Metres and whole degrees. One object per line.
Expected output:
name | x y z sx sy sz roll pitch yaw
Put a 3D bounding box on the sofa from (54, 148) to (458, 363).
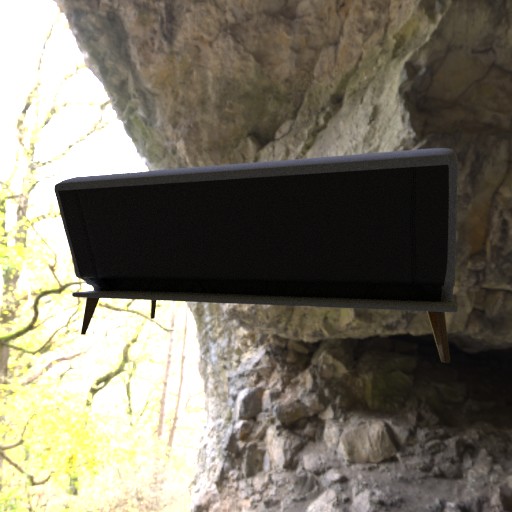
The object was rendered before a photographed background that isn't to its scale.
sofa | 0.000 0.000 2.216 1.800 0.810 0.860 0 0 20
